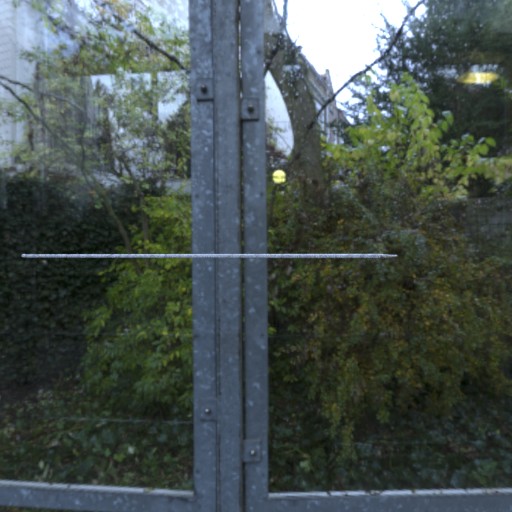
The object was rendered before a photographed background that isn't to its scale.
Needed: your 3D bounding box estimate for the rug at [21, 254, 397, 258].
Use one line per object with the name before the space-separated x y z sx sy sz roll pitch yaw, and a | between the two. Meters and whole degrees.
rug | 0.000 0.000 4.129 2.449 0.025 3.049 0 0 19
